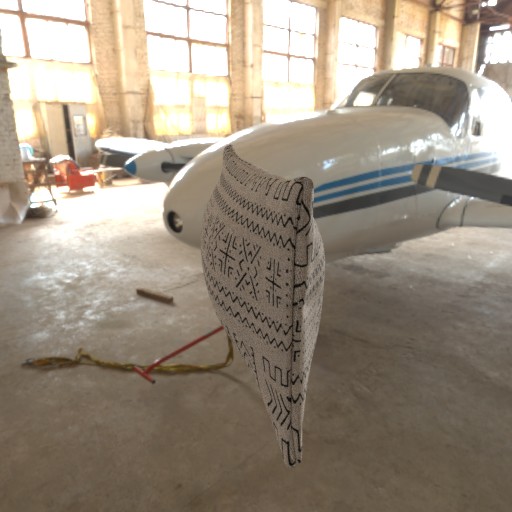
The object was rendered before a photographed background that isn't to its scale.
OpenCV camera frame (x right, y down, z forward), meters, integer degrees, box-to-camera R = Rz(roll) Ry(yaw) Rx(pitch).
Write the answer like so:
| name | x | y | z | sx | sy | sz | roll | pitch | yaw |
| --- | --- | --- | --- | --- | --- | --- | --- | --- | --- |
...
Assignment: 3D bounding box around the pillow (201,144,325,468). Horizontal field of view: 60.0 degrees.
| name | x | y | z | sx | sy | sz | roll | pitch | yaw |
| --- | --- | --- | --- | --- | --- | --- | --- | --- | --- |
| pillow | 0.000 | 0.000 | 0.784 | 0.188 | 0.352 | 0.637 | -3 | 17 | -10 |
